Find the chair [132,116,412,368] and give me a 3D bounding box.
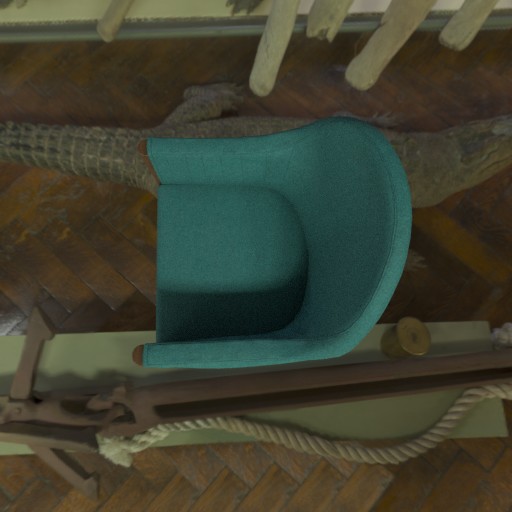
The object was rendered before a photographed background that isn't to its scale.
[{"bbox_3d":[0.000,0.000,1.354,0.652,0.907,0.656,-3,75,-1],"label":"chair"}]
